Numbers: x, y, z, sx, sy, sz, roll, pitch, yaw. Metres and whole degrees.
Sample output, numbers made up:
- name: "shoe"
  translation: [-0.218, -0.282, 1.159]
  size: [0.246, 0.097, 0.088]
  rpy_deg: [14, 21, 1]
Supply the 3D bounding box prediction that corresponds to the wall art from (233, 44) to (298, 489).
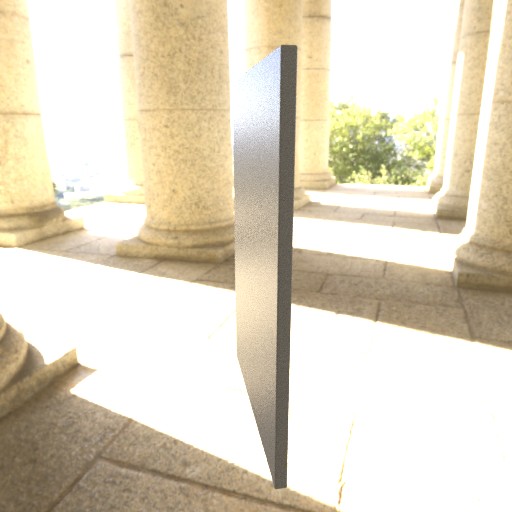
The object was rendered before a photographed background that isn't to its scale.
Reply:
- name: "wall art"
  translation: [0.000, 0.000, 1.037]
  size: [0.026, 0.813, 0.556]
  rpy_deg: [-3, 16, -10]
